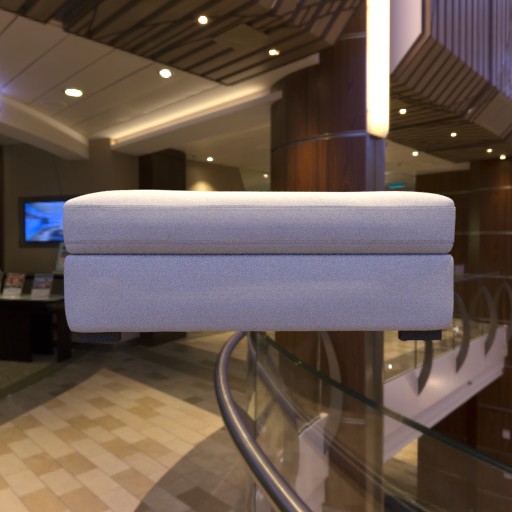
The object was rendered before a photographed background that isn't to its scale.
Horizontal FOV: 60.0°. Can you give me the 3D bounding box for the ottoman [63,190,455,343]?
[{"bbox_3d":[0.000,0.000,1.827,1.167,0.482,1.163,0,1,-1],"label":"ottoman"}]
